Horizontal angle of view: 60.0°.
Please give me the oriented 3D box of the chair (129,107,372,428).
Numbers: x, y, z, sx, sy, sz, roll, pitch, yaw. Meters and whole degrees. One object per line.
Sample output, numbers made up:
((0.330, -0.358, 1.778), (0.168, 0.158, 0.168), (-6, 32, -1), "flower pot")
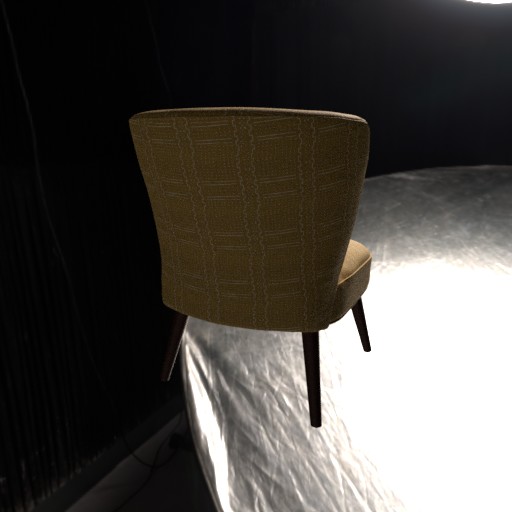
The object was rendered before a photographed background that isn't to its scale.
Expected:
((0.000, 0.000, 1.427), (0.706, 0.866, 0.758), (8, 17, 26), "chair")
